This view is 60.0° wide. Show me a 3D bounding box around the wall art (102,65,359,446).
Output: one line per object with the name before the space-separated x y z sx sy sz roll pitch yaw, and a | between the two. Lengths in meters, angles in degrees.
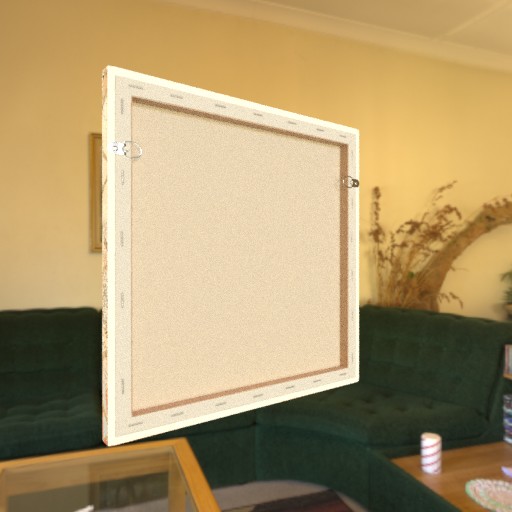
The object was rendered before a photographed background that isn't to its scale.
wall art | 0.000 0.000 1.342 0.912 0.914 0.039 0 0 -37
